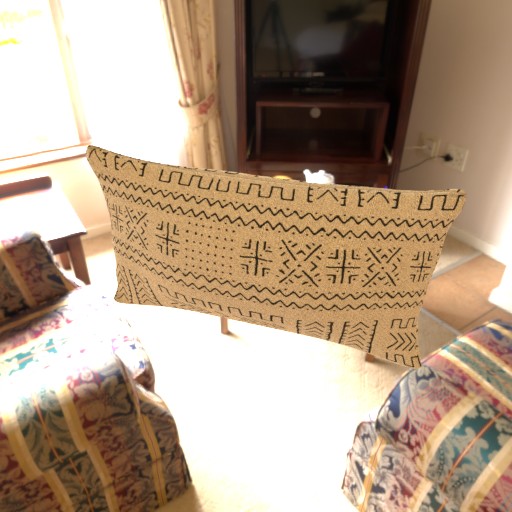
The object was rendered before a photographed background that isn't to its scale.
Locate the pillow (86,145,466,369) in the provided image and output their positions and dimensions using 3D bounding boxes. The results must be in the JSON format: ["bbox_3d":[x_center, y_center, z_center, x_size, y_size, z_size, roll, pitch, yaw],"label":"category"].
[{"bbox_3d":[0.000,0.000,0.803,0.637,0.352,0.188,10,35,15],"label":"pillow"}]
